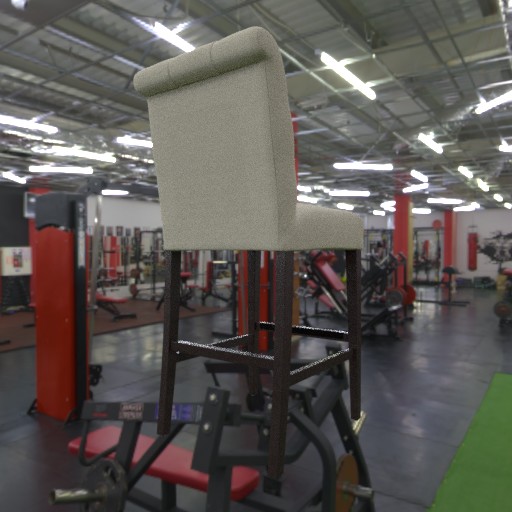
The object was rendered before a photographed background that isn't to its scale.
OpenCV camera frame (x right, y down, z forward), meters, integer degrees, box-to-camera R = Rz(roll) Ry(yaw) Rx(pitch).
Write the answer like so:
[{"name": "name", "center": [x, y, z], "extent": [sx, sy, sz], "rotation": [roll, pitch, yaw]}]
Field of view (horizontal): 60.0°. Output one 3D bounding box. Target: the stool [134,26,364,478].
[{"name": "stool", "center": [0.000, 0.000, 1.413], "extent": [0.482, 1.118, 0.610], "rotation": [1, 1, 37]}]
